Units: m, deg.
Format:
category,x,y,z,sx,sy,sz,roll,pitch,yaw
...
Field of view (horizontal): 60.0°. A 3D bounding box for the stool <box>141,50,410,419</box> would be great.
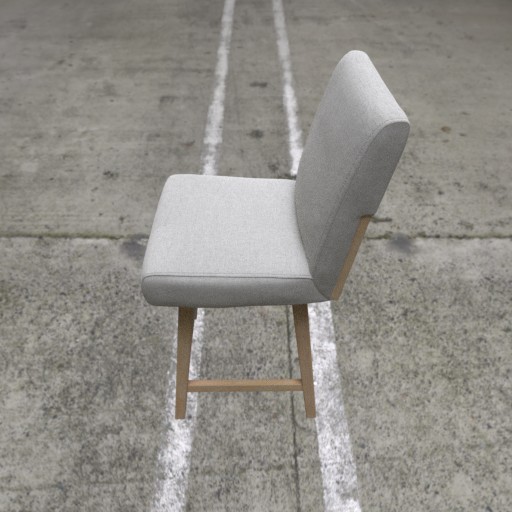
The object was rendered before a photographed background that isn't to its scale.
category,x,y,z,sx,sy,sz,roll,pitch,yaw
stool,0.000,0.000,1.366,0.606,1.085,0.507,0,41,-1
